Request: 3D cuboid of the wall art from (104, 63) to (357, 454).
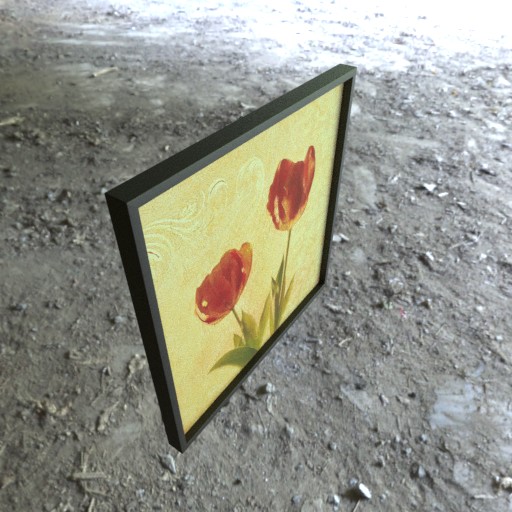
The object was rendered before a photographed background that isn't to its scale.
[{"bbox_3d":[0.000,0.000,0.523,0.038,0.349,0.349,25,46,26],"label":"wall art"}]
